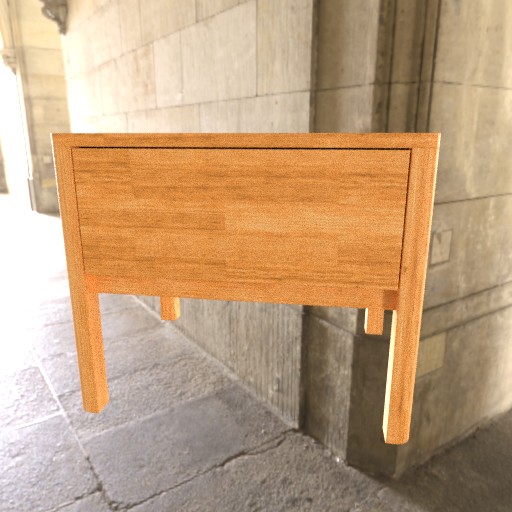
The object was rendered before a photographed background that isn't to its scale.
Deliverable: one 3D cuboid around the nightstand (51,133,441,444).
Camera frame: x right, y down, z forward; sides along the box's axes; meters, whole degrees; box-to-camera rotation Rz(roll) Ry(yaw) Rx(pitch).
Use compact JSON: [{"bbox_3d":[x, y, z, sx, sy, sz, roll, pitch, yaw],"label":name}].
[{"bbox_3d":[0.000,0.000,0.881,0.560,0.470,0.440,2,16,9],"label":"nightstand"}]
